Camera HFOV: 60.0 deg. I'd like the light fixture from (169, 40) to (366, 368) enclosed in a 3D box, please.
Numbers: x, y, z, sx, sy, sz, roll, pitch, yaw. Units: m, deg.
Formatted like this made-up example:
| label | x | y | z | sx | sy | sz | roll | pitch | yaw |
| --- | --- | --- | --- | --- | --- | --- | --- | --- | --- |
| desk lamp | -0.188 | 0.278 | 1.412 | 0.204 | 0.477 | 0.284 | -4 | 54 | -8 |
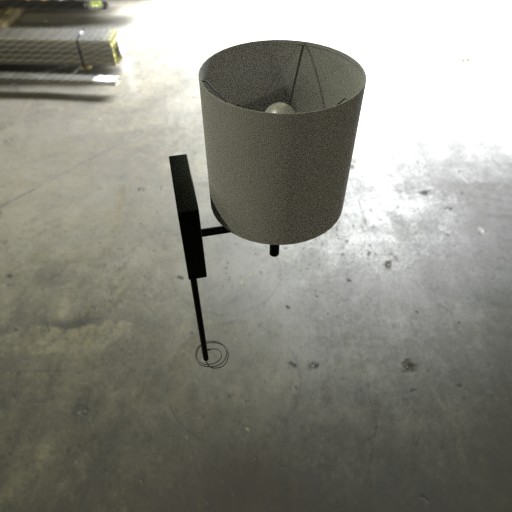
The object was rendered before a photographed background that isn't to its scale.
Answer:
| label | x | y | z | sx | sy | sz | roll | pitch | yaw |
| --- | --- | --- | --- | --- | --- | --- | --- | --- | --- |
| light fixture | 0.000 | 0.000 | 0.709 | 0.248 | 0.589 | 0.188 | -9 | 47 | -9 |
